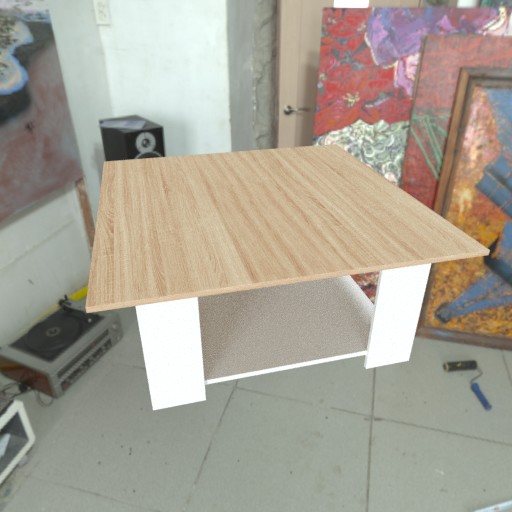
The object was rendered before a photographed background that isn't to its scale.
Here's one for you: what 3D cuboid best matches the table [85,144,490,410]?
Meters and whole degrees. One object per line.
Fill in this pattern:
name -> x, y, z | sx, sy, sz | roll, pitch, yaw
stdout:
table -> 0.000, 0.000, 1.056 | 0.670, 0.305, 0.670 | -7, 31, -12
